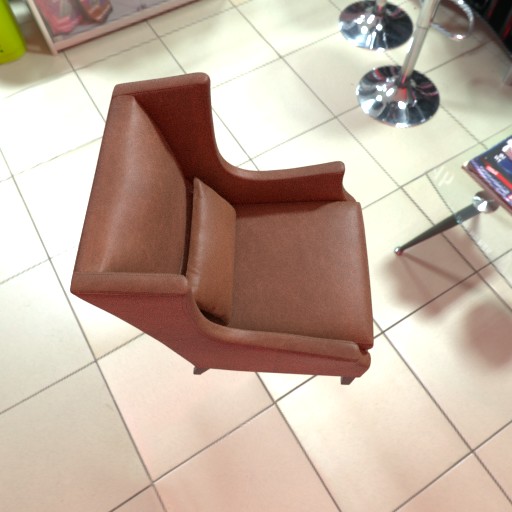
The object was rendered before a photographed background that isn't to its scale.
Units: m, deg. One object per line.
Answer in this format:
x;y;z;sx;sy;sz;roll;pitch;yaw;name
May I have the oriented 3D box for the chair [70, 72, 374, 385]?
0.000;0.000;1.689;0.913;1.088;0.815;1;64;1;chair
